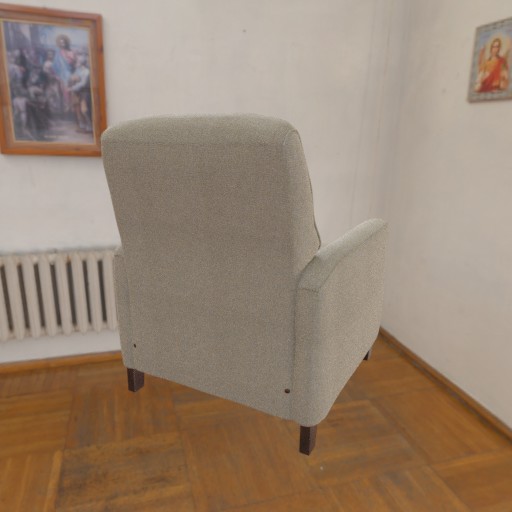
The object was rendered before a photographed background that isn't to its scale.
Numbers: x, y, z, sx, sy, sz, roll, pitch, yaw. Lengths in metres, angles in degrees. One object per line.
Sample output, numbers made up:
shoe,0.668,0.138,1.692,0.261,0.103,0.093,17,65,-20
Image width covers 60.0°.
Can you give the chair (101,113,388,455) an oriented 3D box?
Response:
chair,0.000,0.000,1.681,0.850,1.006,0.853,8,18,28
